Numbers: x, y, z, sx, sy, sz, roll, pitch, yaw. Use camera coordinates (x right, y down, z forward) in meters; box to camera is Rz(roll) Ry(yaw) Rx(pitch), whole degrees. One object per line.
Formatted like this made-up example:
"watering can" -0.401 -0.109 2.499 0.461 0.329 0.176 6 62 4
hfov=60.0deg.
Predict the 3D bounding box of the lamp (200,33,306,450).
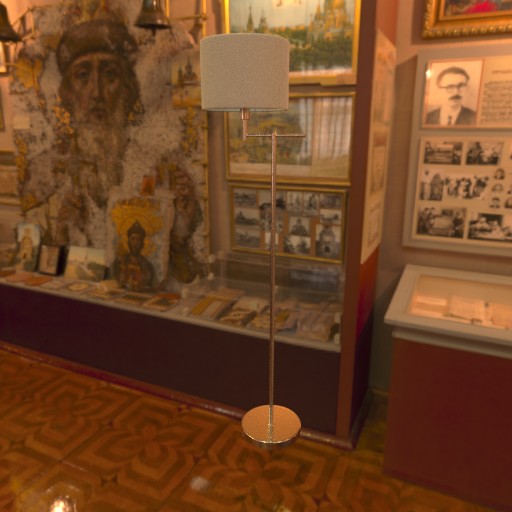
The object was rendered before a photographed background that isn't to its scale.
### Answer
"lamp" 0.000 0.000 1.806 0.416 1.600 0.324 8 18 26
